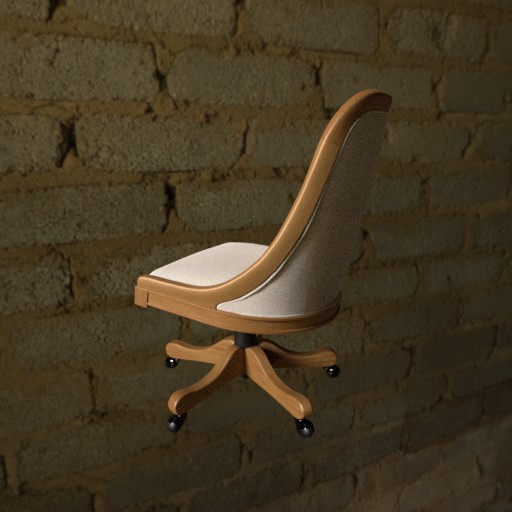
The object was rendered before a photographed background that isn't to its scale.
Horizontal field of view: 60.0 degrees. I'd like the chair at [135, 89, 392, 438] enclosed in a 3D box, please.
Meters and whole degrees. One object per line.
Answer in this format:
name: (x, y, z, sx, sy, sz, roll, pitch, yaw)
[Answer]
chair: (0.000, 0.000, 1.495, 0.811, 1.009, 0.702, 7, 16, 26)
